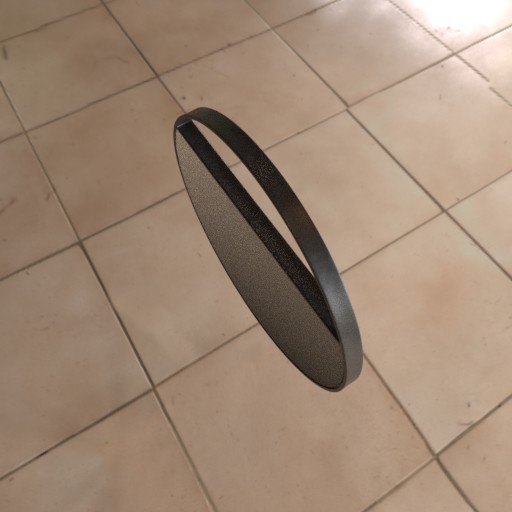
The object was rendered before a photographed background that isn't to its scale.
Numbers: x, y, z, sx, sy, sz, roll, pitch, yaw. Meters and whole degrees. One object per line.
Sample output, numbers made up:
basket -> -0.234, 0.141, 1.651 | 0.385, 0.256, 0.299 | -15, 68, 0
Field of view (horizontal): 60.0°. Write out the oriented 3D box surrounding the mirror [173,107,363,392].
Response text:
mirror -> 0.000, 0.000, 0.837 | 0.032, 0.565, 0.565 | -30, 67, -14
